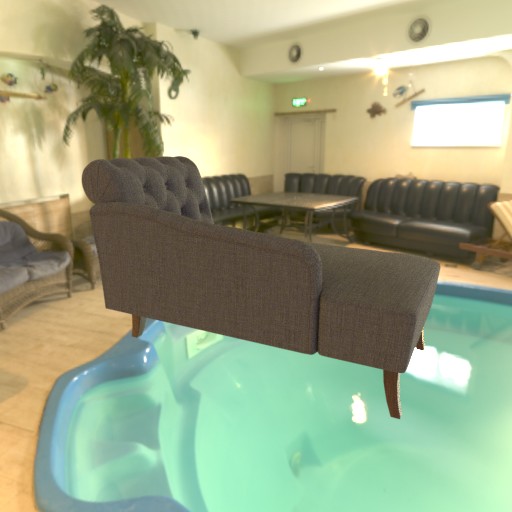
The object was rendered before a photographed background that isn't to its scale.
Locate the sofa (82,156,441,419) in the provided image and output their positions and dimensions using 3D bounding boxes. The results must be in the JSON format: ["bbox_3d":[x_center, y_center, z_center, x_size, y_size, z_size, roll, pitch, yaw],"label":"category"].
[{"bbox_3d":[0.000,0.000,1.846,1.379,0.787,0.675,7,16,27],"label":"sofa"}]
